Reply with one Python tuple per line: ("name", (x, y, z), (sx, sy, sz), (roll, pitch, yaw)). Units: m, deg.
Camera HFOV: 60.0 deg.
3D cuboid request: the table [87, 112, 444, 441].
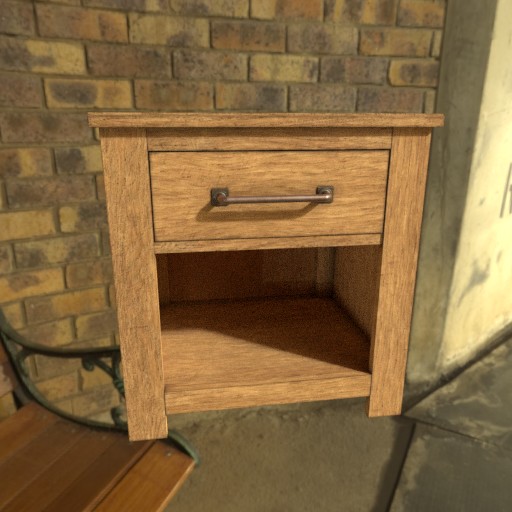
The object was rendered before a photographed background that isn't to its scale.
("table", (0.000, 0.000, 1.034), (0.601, 0.625, 0.494), (-2, 17, -8))
